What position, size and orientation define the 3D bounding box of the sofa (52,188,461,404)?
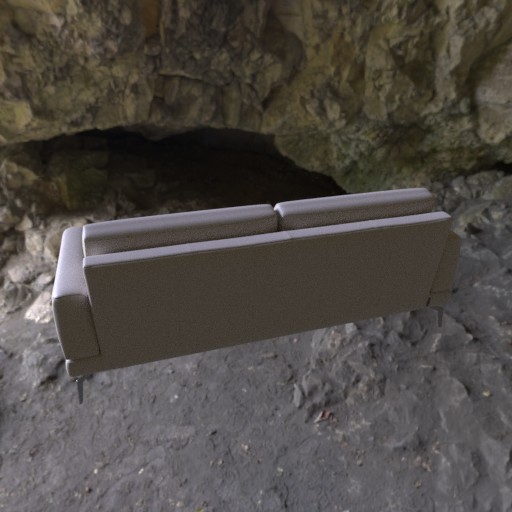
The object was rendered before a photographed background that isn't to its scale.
[{"bbox_3d":[0.000,0.000,2.369,1.940,0.765,0.974,-8,27,-16],"label":"sofa"}]
